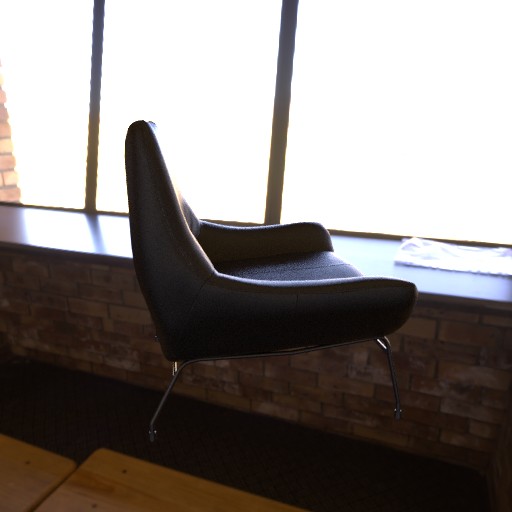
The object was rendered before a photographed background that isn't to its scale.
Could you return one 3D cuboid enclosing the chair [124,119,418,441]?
[{"bbox_3d":[0.000,0.000,1.572,0.826,0.922,0.836,-3,17,-10],"label":"chair"}]
